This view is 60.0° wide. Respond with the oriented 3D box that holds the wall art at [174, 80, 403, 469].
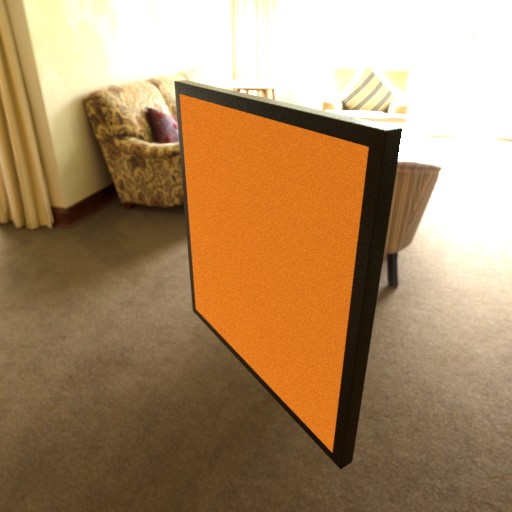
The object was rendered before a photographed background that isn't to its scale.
[{"bbox_3d":[0.000,0.000,1.120,0.038,0.761,0.755,-17,32,-29],"label":"wall art"}]
